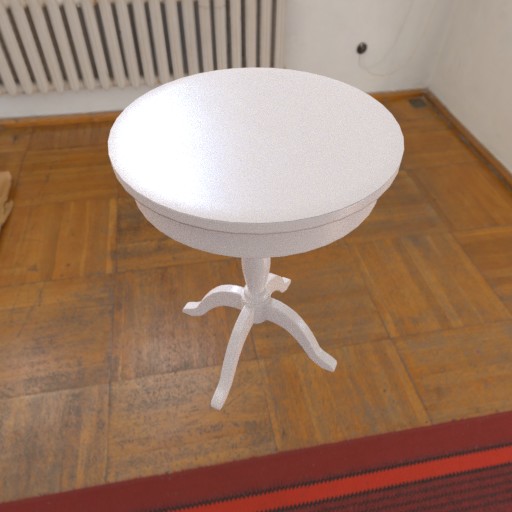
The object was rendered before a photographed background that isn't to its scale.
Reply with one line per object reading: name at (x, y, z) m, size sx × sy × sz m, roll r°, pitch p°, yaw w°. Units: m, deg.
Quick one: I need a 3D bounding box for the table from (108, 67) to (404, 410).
table at (0.000, 0.000, 1.019) m, size 0.513 × 0.653 × 0.513 m, roll 0°, pitch 46°, yaw 0°
